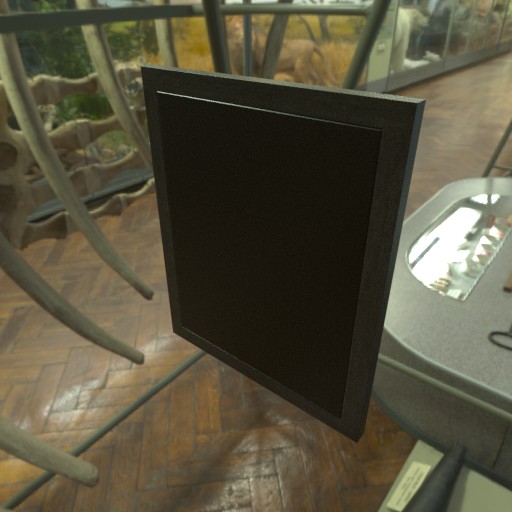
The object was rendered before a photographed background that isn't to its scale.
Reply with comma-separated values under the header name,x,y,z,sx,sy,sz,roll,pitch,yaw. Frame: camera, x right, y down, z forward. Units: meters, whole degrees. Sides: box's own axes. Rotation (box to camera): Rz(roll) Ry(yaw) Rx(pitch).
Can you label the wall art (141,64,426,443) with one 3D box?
name,x,y,z,sx,sy,sz,roll,pitch,yaw
wall art,0.000,0.000,0.775,0.479,0.580,0.027,22,37,33
